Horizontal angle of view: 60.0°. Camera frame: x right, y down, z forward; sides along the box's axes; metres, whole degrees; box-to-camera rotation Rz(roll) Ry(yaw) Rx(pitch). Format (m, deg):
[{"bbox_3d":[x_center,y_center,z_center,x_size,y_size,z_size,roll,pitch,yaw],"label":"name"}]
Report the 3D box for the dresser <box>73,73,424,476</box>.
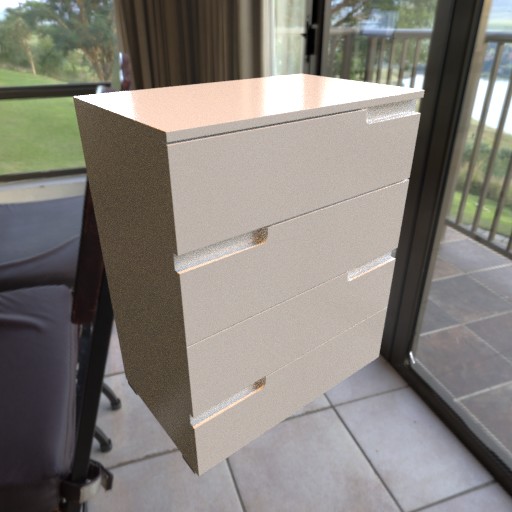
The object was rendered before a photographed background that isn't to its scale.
[{"bbox_3d":[0.000,0.000,1.147,0.650,0.800,0.400,-21,35,-33],"label":"dresser"}]
